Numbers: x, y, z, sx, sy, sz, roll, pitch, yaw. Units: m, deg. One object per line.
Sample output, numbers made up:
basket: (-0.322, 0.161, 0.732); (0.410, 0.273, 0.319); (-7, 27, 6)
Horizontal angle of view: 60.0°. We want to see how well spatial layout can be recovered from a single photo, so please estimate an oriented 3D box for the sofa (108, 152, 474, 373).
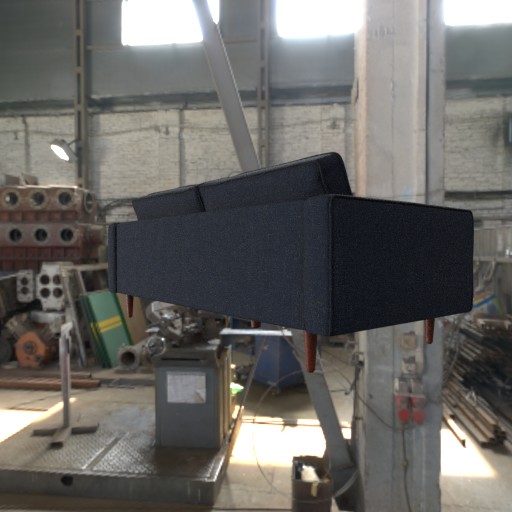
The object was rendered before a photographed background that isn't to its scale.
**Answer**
sofa: (0.000, 0.000, 2.328); (0.914, 0.762, 1.880); (-1, 1, -38)
